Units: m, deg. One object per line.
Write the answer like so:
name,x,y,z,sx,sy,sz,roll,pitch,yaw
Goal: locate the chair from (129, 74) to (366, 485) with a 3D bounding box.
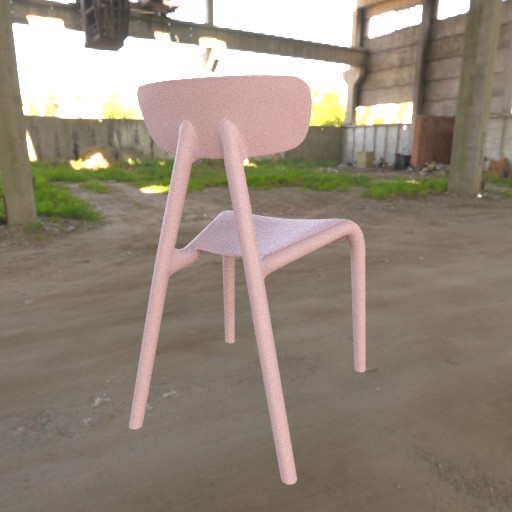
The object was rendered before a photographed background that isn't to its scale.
chair,0.000,0.000,0.824,0.356,0.580,0.401,7,16,25
